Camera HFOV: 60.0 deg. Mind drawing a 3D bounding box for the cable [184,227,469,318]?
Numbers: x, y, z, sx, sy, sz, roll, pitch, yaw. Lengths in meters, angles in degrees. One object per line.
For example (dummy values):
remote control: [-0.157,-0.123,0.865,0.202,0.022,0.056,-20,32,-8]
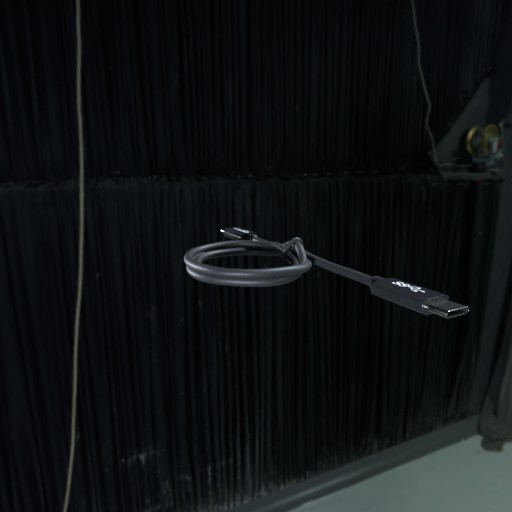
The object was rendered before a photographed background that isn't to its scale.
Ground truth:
cable: [0.000,0.000,0.215,0.070,0.014,0.186,-7,15,-28]
